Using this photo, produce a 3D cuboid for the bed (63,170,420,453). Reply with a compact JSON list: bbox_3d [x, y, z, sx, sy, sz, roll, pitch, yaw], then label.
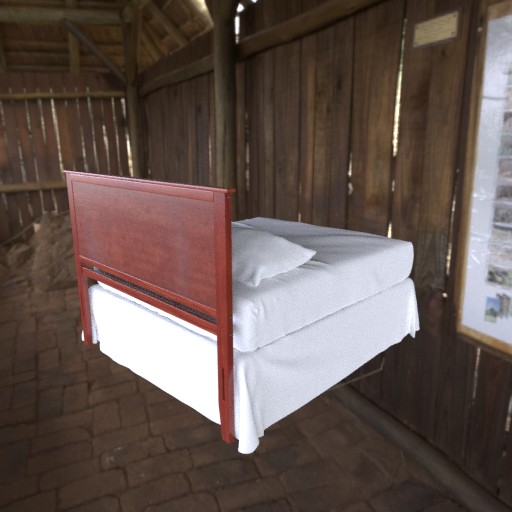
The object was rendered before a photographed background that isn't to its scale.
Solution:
[{"bbox_3d":[0.000,0.000,3.288,1.870,1.270,2.050,14,20,43],"label":"bed"}]
